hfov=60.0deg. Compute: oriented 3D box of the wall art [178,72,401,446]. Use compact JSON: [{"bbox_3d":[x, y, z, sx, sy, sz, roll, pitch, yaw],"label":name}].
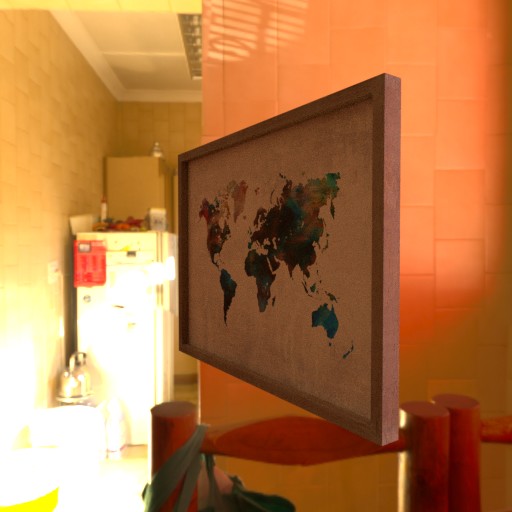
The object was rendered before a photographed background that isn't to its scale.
[{"bbox_3d":[0.000,0.000,1.761,0.070,1.009,1.320,-1,2,-34],"label":"wall art"}]
